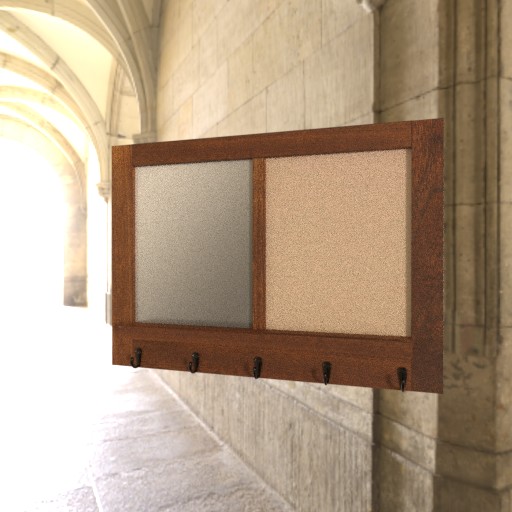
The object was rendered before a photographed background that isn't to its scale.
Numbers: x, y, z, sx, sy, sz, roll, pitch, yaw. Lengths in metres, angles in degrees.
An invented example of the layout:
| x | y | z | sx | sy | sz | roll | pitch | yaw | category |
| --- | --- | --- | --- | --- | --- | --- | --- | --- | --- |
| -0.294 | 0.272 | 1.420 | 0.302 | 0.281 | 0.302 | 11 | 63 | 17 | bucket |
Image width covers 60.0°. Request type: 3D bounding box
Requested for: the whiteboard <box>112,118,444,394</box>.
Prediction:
| x | y | z | sx | sy | sz | roll | pitch | yaw | category |
| --- | --- | --- | --- | --- | --- | --- | --- | --- | --- |
| 0.000 | 0.000 | 0.995 | 0.783 | 0.559 | 0.083 | 0 | 0 | 17 | whiteboard |
